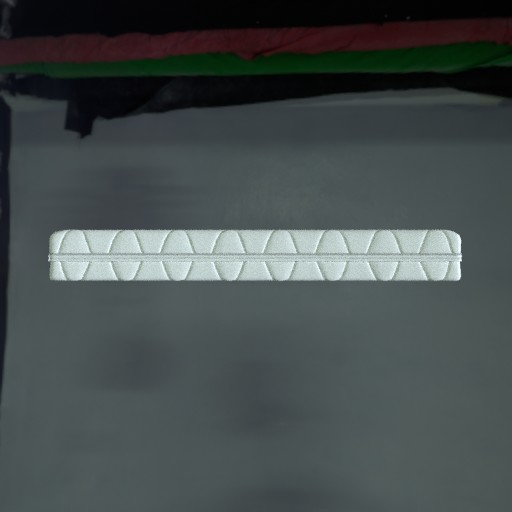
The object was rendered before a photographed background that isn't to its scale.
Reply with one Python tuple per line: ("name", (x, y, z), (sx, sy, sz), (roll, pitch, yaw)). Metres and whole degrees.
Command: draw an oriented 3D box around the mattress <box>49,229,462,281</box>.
("mattress", (0.000, 0.000, 2.649), (1.600, 0.200, 1.900), (0, 0, 0))
